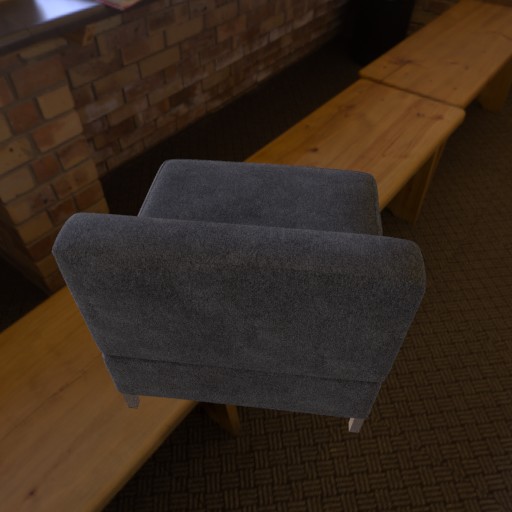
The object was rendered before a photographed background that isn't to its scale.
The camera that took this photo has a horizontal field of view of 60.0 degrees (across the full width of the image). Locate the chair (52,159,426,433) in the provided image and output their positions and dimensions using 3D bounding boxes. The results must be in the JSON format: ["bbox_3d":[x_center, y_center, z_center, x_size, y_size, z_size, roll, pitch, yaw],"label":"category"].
[{"bbox_3d":[0.000,0.000,1.216,0.680,0.660,0.680,5,47,4],"label":"chair"}]
